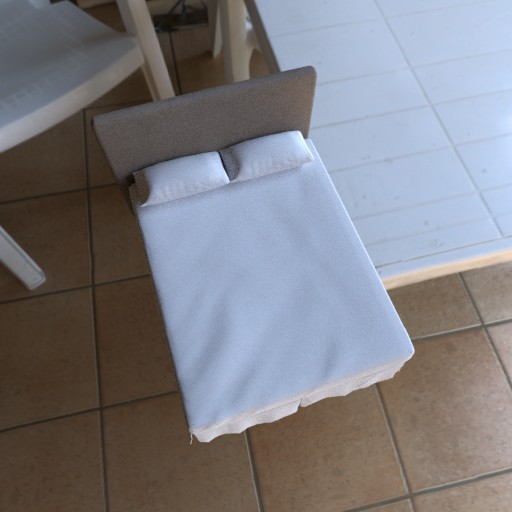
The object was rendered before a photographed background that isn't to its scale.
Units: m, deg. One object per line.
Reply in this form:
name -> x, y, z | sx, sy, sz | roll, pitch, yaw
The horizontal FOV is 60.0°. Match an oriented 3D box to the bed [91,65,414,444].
bed -> 0.000, 0.000, 3.267 | 1.723, 1.330, 2.142 | -16, 65, -8
